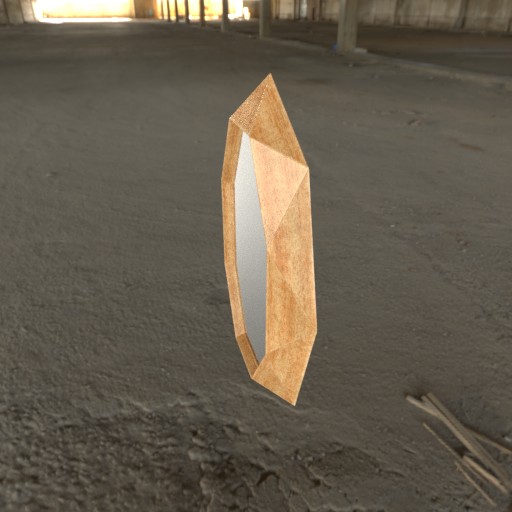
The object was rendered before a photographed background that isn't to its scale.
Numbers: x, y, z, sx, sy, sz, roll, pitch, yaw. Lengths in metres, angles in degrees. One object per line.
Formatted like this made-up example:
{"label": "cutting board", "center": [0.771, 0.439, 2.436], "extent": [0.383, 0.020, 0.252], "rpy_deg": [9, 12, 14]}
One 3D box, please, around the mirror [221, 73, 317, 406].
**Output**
{"label": "mirror", "center": [0.000, 0.000, 1.009], "extent": [0.070, 0.774, 0.577], "rpy_deg": [-8, 30, -14]}
